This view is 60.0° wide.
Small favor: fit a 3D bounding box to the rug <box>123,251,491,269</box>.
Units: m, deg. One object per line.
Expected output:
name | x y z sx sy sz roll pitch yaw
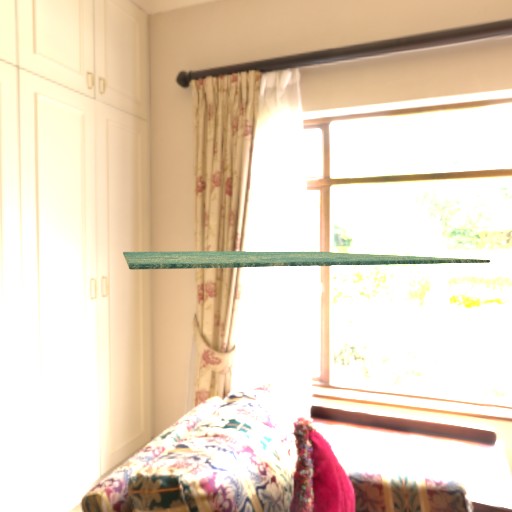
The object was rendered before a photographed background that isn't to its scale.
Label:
rug | 0.000 0.000 4.235 2.405 0.027 3.217 -1 2 -17
